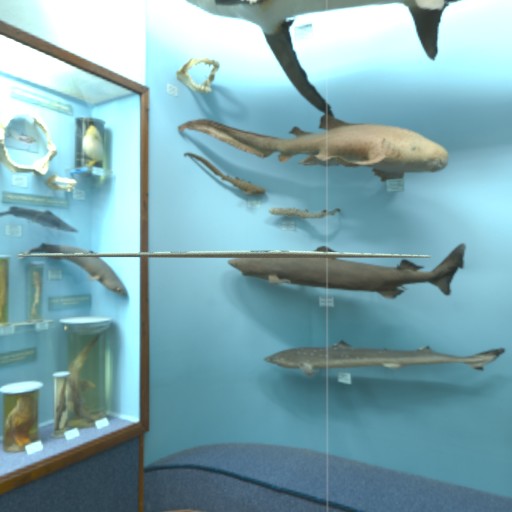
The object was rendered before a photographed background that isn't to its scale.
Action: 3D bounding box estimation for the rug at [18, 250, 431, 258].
[{"bbox_3d":[0.000,0.000,3.788,2.211,0.021,2.910,0,-1,34],"label":"rug"}]
